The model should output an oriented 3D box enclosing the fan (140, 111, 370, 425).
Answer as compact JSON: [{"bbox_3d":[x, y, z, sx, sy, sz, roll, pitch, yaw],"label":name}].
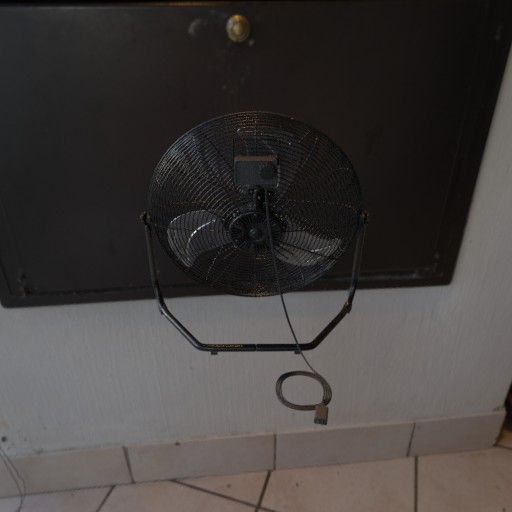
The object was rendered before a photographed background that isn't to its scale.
[{"bbox_3d":[0.000,0.000,0.922,0.555,0.546,0.424,0,30,0],"label":"fan"}]
